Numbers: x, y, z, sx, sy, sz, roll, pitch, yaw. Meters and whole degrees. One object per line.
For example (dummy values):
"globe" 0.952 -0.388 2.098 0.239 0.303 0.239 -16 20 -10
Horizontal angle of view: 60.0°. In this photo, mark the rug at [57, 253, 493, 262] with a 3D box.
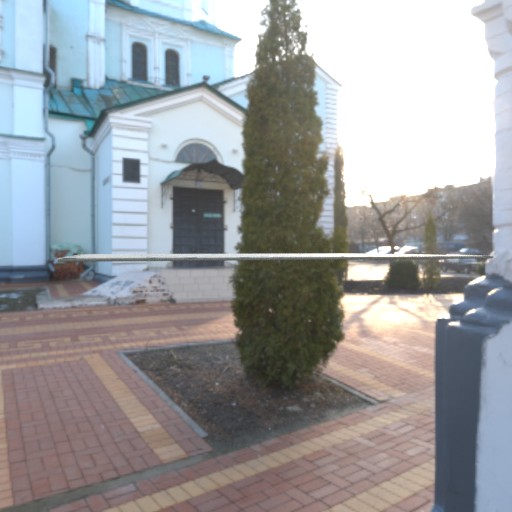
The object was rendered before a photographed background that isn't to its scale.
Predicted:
"rug" 0.000 0.000 3.799 2.910 0.021 2.211 0 1 -18
